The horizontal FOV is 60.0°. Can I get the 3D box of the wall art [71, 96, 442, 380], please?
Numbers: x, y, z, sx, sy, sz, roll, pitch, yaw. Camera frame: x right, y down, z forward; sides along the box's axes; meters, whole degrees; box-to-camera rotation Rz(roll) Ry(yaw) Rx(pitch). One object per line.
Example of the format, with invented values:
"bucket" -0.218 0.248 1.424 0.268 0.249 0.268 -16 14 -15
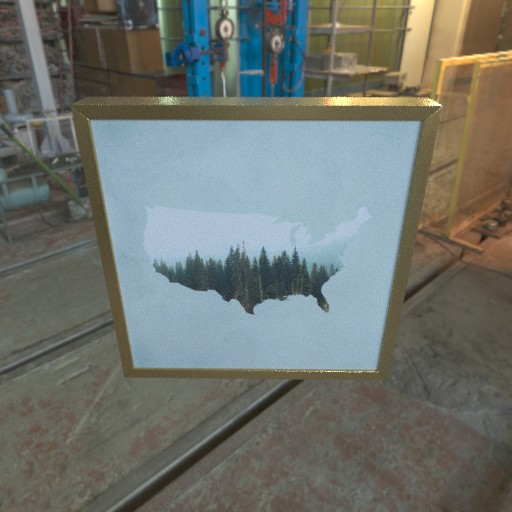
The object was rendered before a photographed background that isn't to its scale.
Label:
"wall art" 0.000 0.000 0.454 0.304 0.304 0.038 0 29 1
